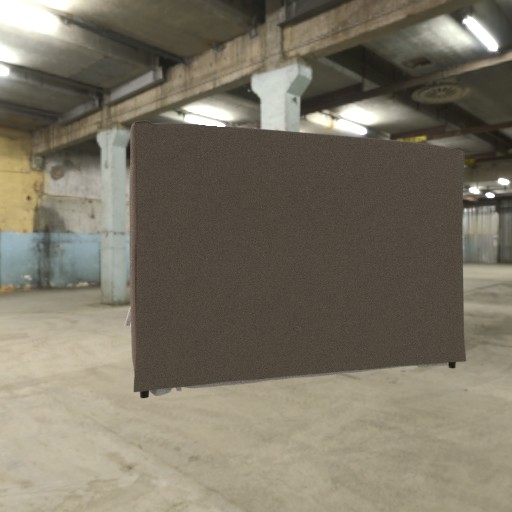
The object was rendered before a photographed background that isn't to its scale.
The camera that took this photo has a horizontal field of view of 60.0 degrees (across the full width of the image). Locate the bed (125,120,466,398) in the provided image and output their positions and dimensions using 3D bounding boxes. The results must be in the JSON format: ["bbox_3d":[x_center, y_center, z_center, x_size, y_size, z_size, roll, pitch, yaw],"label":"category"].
[{"bbox_3d":[0.000,0.000,3.417,1.925,1.332,2.276,0,1,-17],"label":"bed"}]
